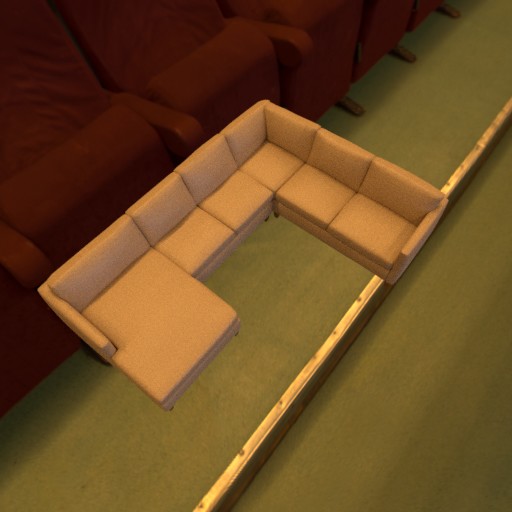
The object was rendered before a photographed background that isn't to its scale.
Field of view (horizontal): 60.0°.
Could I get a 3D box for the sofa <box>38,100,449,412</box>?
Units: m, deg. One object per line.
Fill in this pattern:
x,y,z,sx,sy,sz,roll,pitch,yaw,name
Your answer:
0.000,0.000,4.655,2.594,0.961,3.460,34,64,19,sofa
